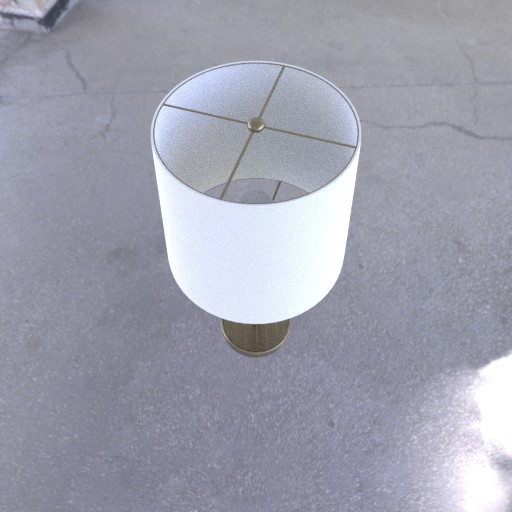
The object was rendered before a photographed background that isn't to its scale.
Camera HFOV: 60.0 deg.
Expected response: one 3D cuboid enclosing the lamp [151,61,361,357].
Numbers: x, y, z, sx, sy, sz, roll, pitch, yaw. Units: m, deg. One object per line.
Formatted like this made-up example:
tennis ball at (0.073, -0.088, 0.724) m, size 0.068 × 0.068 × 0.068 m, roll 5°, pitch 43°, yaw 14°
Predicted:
lamp at (0.000, 0.000, 0.803) m, size 0.303 × 0.618 × 0.303 m, roll 0°, pitch 57°, yaw 0°
